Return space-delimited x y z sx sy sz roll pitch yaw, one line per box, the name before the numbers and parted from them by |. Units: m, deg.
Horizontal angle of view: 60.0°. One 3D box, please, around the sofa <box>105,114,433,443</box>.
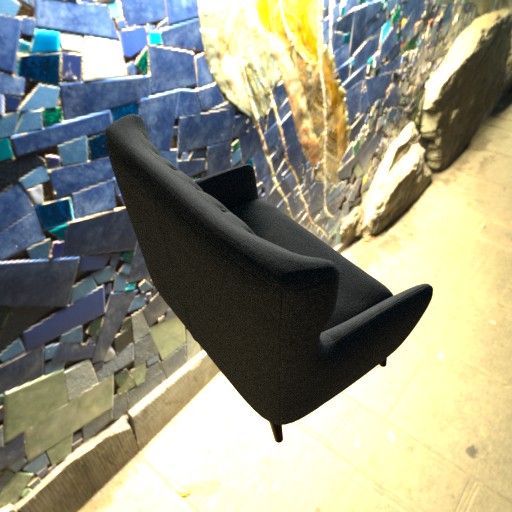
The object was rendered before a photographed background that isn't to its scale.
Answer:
sofa | 0.000 0.000 2.034 0.874 1.028 1.358 -25 46 -27
